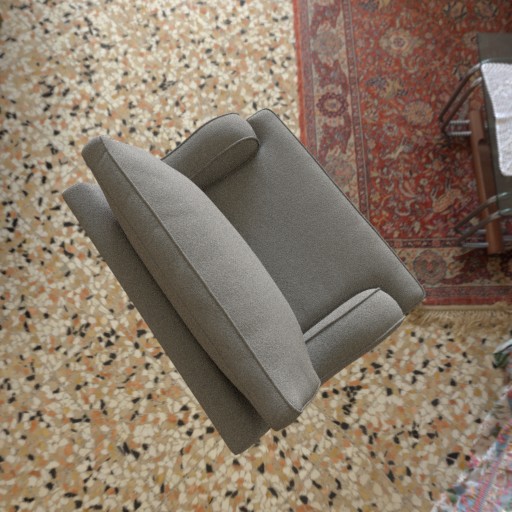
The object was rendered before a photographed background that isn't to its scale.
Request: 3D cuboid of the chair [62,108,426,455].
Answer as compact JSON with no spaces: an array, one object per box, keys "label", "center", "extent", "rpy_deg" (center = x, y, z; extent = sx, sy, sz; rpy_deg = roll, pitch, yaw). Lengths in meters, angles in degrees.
[{"label":"chair","center":[0.000,0.000,1.977],"extent":[1.040,1.016,1.220],"rpy_deg":[-35,77,-9]}]
